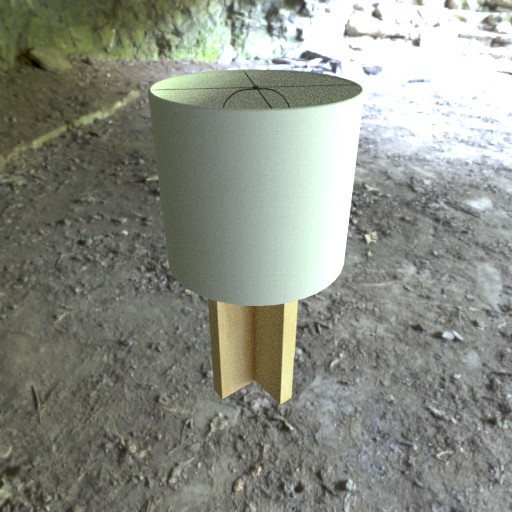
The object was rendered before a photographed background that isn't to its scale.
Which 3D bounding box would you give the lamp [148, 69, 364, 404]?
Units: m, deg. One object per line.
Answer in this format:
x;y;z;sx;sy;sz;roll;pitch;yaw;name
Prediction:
0.000;0.000;0.587;0.229;0.428;0.229;-22;37;-32;lamp
